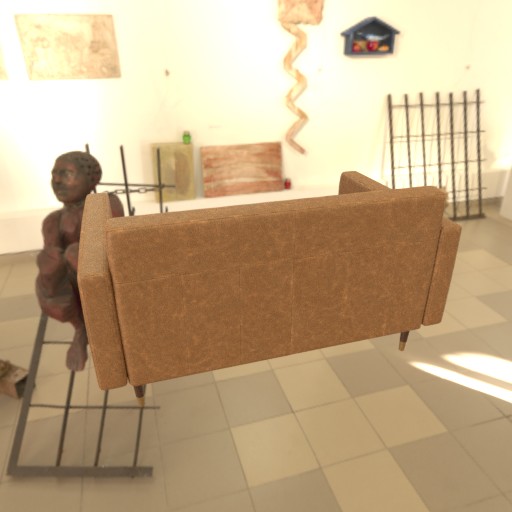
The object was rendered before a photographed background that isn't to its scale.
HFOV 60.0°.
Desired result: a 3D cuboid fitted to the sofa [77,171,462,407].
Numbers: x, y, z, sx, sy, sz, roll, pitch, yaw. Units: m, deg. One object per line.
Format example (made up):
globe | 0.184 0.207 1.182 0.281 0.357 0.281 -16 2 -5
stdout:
sofa | 0.000 0.000 2.156 1.549 0.820 0.960 -8 27 -15
